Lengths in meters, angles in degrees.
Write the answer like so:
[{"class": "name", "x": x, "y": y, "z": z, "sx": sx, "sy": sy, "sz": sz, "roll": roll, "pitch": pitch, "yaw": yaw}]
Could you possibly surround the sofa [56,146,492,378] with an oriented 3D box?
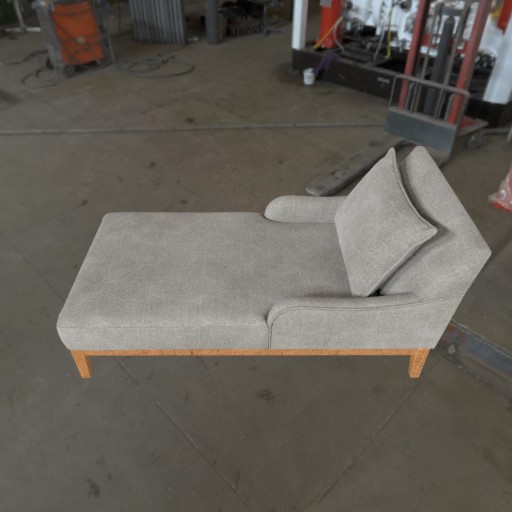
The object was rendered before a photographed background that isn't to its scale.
[{"class": "sofa", "x": 0.000, "y": 0.000, "z": 2.246, "sx": 1.779, "sy": 0.859, "sz": 0.894, "roll": 0, "pitch": 40, "yaw": 0}]
